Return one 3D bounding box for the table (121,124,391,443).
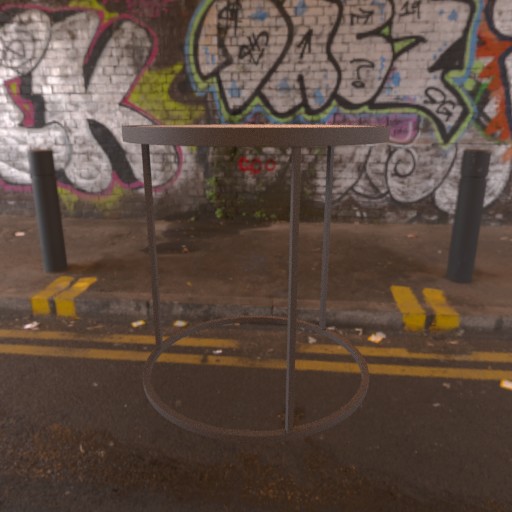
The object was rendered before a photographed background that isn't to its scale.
[{"bbox_3d":[0.000,0.000,0.878,0.470,0.498,0.470,0,17,0],"label":"table"}]
